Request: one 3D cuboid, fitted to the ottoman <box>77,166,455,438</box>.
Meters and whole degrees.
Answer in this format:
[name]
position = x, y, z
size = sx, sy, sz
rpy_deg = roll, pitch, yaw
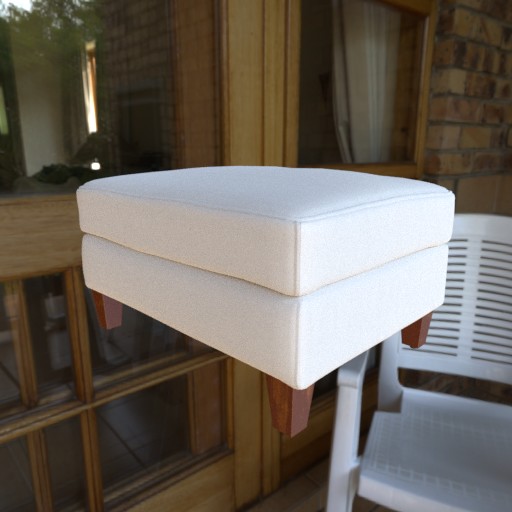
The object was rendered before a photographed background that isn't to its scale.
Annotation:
[ottoman]
position = 0.000, 0.000, 1.201
size = 0.818, 0.479, 0.634
rpy_deg = 14, 19, 43
